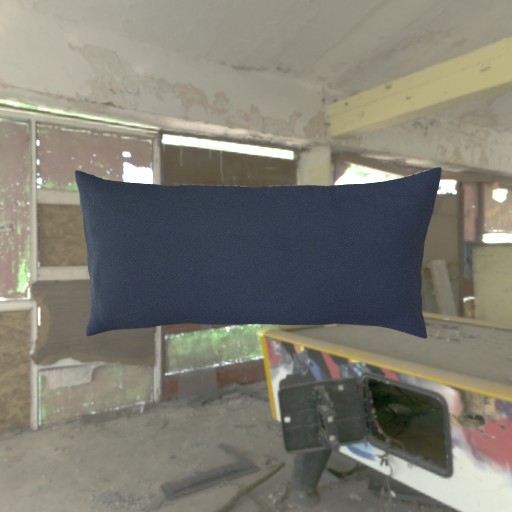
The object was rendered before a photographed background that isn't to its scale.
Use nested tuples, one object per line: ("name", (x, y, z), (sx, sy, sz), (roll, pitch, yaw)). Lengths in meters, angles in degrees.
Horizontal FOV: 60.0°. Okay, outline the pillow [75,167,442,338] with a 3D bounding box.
("pillow", (0.000, 0.000, 0.763), (0.608, 0.292, 0.156), (0, 1, 1))
